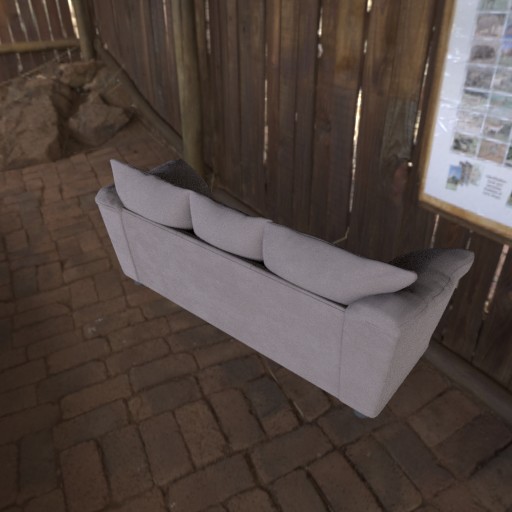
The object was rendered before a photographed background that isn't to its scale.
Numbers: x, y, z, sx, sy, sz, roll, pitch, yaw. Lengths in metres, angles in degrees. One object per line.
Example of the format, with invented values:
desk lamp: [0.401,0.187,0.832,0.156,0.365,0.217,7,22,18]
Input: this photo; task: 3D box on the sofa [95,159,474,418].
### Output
sofa: [0.000,0.000,2.873,2.377,0.981,0.893,23,38,33]
